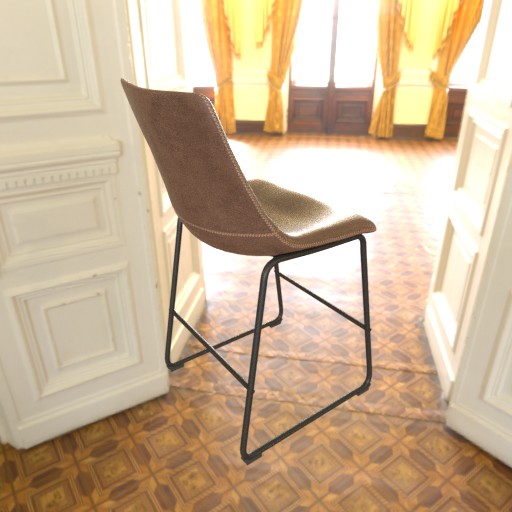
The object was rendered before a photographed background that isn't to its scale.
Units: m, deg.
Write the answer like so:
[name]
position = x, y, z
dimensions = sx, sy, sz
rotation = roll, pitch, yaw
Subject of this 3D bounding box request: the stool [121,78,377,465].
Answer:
[stool]
position = 0.000, 0.000, 1.190
dimensions = 0.550, 0.890, 0.460
rotation = -18, 32, -32
